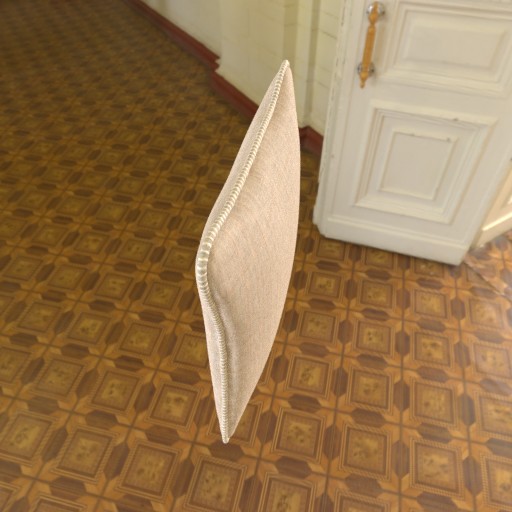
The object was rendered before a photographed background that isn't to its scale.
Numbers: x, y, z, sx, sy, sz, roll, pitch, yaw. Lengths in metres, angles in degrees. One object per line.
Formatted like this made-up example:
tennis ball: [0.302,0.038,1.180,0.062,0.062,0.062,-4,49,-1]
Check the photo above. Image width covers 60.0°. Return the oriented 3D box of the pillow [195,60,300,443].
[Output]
pillow: [0.000,0.000,0.759,0.124,0.494,0.485,10,48,9]
